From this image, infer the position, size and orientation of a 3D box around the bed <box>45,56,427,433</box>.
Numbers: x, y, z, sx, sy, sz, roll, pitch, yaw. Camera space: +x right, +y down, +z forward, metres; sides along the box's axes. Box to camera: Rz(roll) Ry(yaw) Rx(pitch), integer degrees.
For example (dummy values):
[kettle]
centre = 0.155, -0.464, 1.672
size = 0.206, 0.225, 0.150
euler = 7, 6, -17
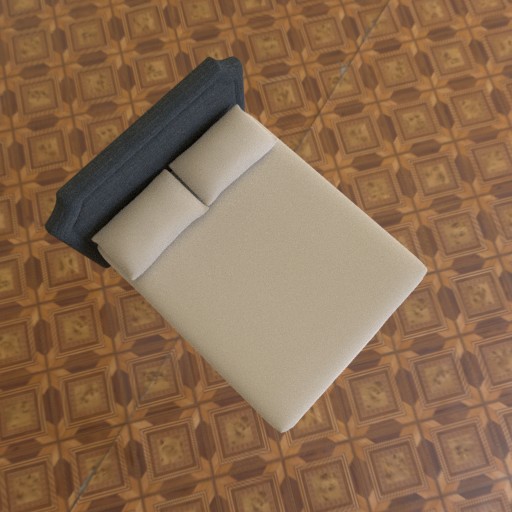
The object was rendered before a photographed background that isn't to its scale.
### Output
[bed]
centre = 0.000, 0.000, 3.335
size = 2.208, 1.297, 1.828
euler = 43, 80, 9
